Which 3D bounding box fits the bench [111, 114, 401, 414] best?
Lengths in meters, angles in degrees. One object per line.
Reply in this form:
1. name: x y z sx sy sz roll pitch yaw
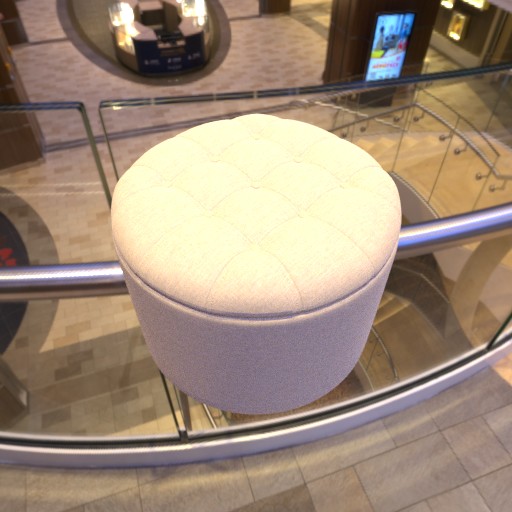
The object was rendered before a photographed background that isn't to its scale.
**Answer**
1. bench: 0.000 0.000 1.050 0.600 0.454 0.600 0 46 0
